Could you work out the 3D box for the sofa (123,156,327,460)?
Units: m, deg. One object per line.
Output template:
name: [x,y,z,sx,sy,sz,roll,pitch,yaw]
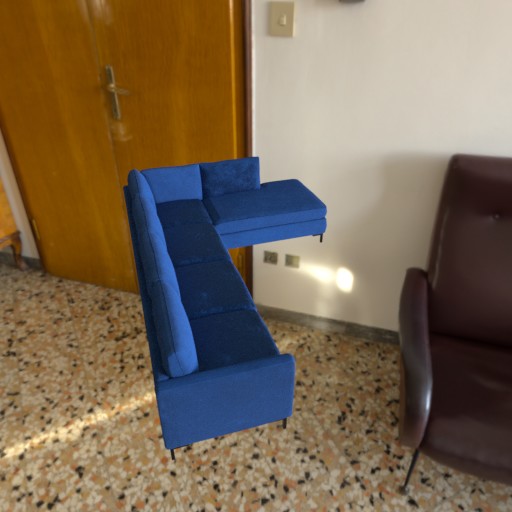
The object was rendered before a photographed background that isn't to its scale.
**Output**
sofa: [0.000,0.000,3.241,1.707,0.687,2.486,-10,33,-15]
